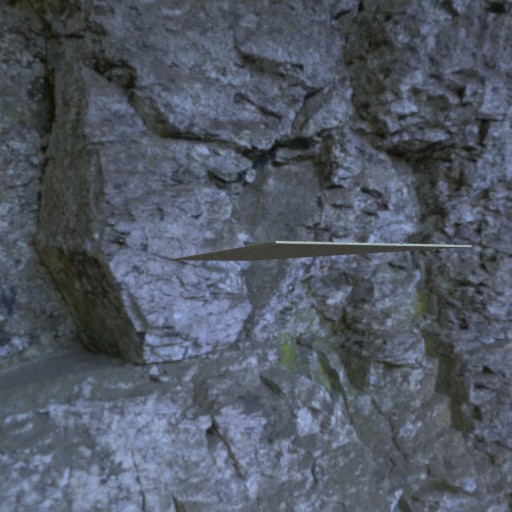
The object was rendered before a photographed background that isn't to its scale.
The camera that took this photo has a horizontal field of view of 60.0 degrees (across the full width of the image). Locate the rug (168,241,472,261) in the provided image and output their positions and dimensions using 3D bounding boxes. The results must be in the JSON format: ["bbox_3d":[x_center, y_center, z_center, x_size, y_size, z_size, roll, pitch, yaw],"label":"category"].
[{"bbox_3d":[0.000,0.000,2.501,0.686,0.006,2.437,1,-2,-18],"label":"rug"}]
